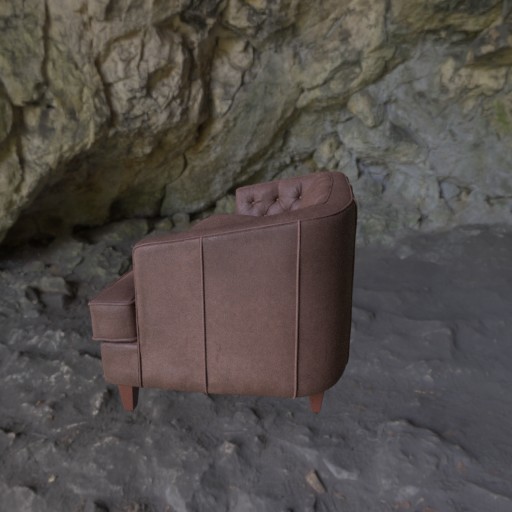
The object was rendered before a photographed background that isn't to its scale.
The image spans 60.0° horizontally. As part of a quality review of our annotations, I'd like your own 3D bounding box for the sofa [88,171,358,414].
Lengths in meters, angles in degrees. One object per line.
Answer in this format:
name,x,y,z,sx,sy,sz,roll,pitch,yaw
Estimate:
sofa,0.000,0.000,2.257,0.917,0.799,1.767,2,15,9
